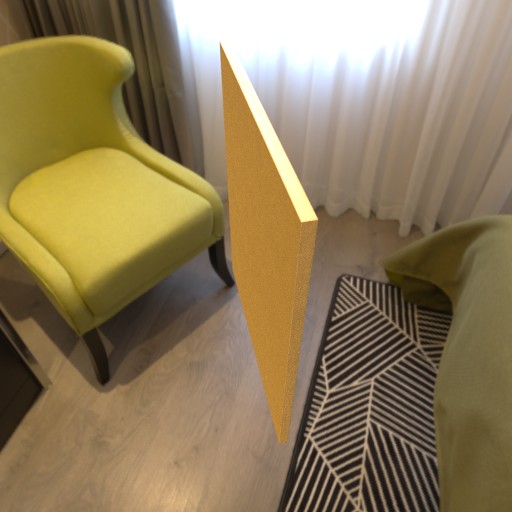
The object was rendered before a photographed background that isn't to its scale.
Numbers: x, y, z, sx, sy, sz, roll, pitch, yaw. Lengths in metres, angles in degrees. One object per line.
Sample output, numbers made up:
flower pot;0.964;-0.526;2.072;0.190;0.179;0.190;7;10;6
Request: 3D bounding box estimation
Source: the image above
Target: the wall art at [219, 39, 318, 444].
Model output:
wall art;0.000;0.000;1.383;0.030;1.002;0.798;-10;48;-9
